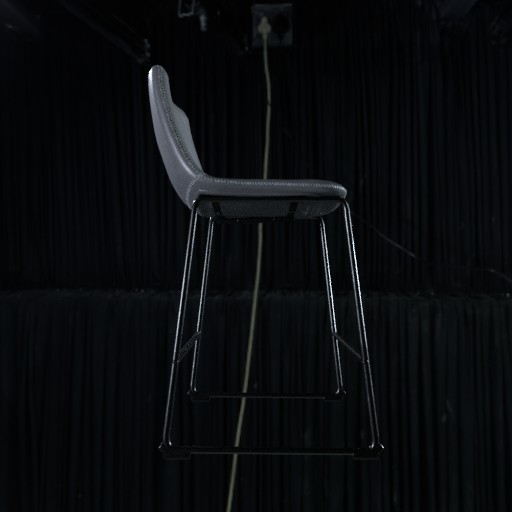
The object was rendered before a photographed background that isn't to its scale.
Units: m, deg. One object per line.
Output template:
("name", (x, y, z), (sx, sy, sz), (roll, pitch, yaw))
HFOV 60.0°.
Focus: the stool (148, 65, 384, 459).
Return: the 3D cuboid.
("stool", (0.000, 0.000, 1.163), (0.546, 0.876, 0.470), (0, -1, 0))
